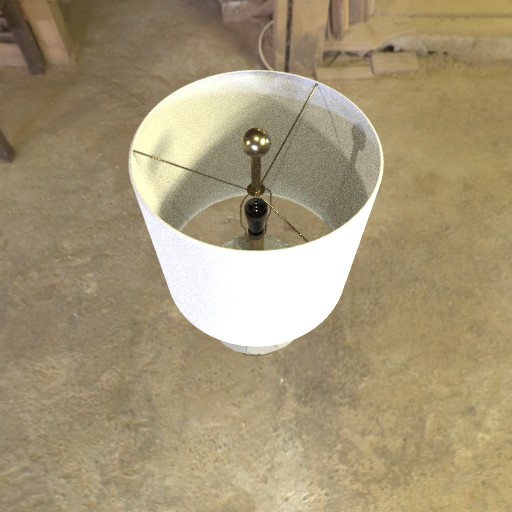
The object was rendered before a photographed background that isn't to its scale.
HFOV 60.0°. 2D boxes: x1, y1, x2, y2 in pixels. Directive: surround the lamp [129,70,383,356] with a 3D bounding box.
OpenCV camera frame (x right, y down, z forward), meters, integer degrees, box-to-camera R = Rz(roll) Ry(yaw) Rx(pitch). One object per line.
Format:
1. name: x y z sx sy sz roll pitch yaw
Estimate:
1. lamp: 0.000 0.000 0.618 0.254 0.452 0.254 0 58 0
